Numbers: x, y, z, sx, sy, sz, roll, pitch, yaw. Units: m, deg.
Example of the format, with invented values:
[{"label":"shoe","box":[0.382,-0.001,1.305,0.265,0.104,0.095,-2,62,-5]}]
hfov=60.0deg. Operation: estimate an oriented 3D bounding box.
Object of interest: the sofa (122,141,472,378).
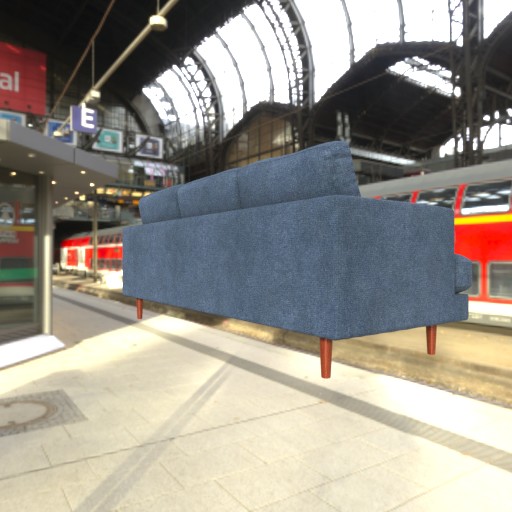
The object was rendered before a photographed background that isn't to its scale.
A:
[{"label":"sofa","box":[0.000,0.000,2.697,0.903,0.930,2.246,0,0,-36]}]
